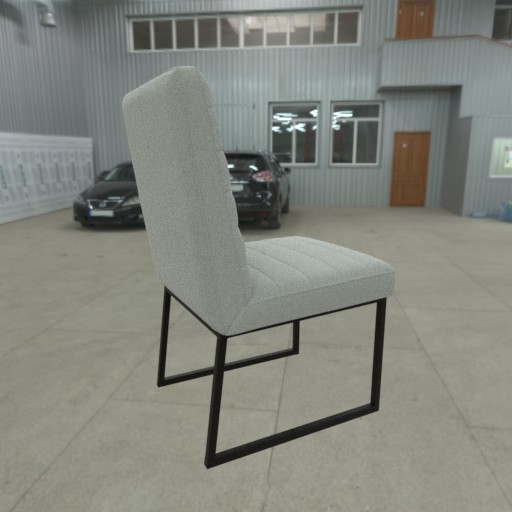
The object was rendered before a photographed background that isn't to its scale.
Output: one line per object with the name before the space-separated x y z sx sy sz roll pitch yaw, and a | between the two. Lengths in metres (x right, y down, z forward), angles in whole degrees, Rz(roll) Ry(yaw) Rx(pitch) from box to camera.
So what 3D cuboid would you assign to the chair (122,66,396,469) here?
chair | 0.000 0.000 1.301 0.634 0.930 0.520 -7 14 -27
